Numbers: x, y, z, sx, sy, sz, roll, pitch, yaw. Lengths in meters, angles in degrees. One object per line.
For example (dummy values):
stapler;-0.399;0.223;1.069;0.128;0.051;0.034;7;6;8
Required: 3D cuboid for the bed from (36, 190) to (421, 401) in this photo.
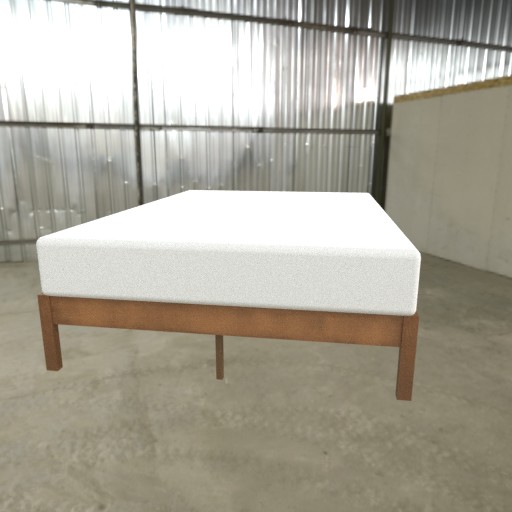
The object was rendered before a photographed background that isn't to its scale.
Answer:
bed;0.000;0.000;2.716;1.529;0.593;2.050;2;14;9
